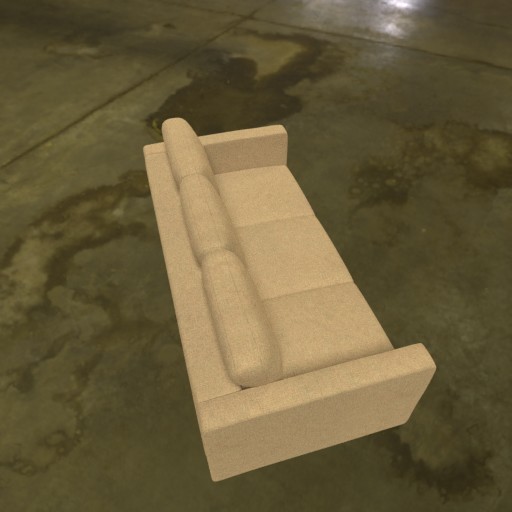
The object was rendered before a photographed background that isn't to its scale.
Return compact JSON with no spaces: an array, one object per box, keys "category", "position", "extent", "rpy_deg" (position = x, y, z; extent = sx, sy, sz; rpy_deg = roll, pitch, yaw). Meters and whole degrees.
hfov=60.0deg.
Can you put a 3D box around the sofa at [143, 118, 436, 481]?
[{"category":"sofa","position":[0.000,0.000,2.339],"extent":[0.930,0.800,1.855],"rpy_deg":[-12,47,-11]}]
